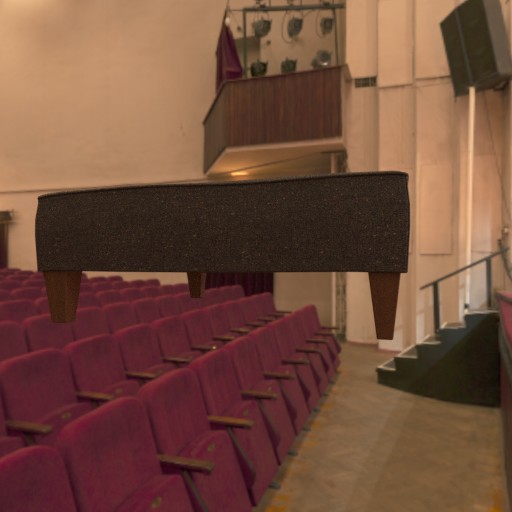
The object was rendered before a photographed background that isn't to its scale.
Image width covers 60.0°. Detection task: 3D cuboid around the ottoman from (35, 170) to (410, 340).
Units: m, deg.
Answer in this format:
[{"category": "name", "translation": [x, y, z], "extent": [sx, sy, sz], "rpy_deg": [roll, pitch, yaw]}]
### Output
[{"category": "ottoman", "translation": [0.000, 0.000, 1.545], "extent": [1.004, 0.382, 0.968], "rpy_deg": [0, -1, 18]}]
